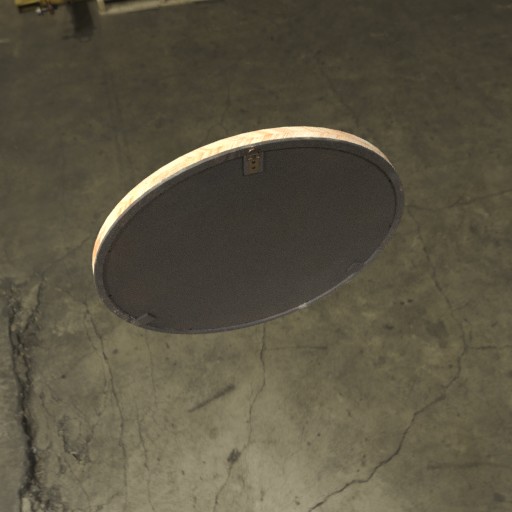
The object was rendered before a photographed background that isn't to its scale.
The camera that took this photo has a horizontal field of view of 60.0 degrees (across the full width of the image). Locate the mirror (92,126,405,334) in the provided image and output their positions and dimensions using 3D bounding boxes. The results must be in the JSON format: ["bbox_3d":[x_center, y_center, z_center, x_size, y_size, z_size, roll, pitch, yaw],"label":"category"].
[{"bbox_3d":[0.000,0.000,1.027,0.710,0.710,0.038,-14,58,-9],"label":"mirror"}]
